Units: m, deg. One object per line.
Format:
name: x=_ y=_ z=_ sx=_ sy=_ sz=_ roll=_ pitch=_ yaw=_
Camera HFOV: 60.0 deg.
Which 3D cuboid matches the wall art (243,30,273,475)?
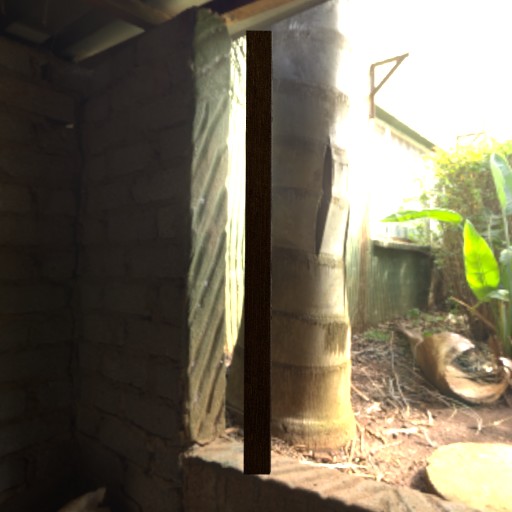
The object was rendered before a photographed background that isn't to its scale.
wall art: x=0.000 y=0.000 z=0.904 sx=0.042 sy=0.608 sz=0.611 roll=0 pitch=-1 yaw=-1
